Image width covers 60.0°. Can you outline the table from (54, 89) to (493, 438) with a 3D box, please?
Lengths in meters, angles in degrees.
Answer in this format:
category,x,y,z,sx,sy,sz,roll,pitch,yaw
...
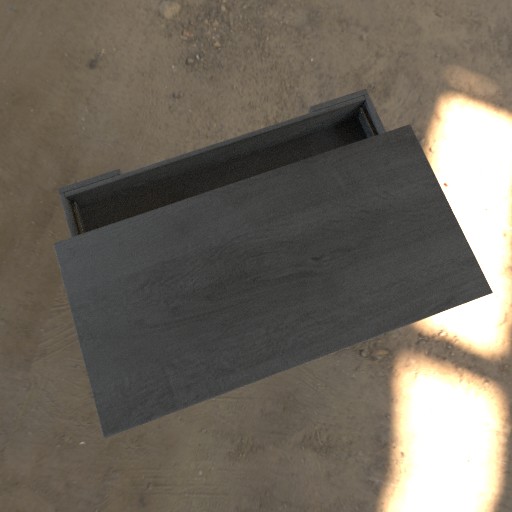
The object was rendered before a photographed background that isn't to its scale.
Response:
category,x,y,z,sx,sy,sz,roll,pitch,yaw
table,0.000,0.000,1.417,1.000,0.570,0.711,-19,77,-5
